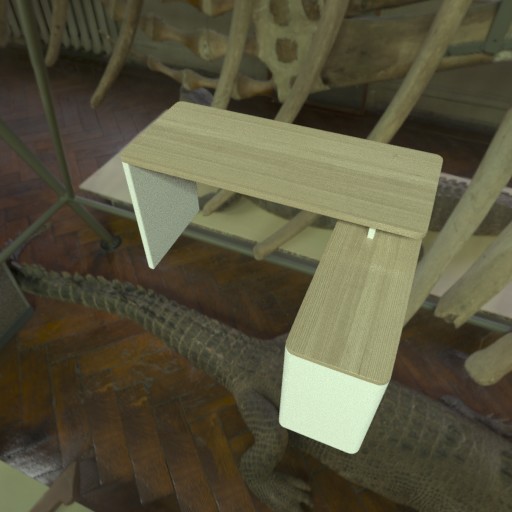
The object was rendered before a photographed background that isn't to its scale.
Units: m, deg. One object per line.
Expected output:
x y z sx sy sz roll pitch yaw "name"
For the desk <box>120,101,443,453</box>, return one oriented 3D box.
0.000 0.000 2.143 1.400 0.770 1.175 17 48 15 "desk"
